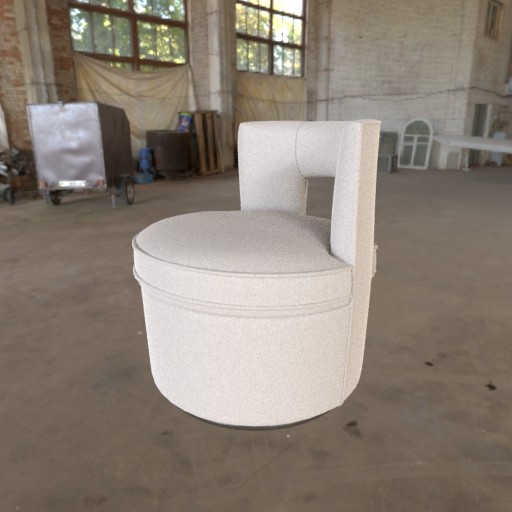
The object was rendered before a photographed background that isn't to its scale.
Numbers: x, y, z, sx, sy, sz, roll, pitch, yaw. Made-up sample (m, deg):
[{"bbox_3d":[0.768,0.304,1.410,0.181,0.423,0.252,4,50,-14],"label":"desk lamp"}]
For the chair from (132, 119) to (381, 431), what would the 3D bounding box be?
[{"bbox_3d":[0.000,0.000,1.230,0.665,0.723,0.650,-8,18,-25],"label":"chair"}]
